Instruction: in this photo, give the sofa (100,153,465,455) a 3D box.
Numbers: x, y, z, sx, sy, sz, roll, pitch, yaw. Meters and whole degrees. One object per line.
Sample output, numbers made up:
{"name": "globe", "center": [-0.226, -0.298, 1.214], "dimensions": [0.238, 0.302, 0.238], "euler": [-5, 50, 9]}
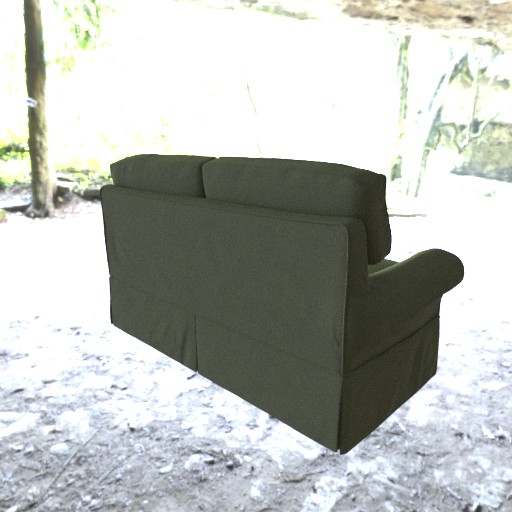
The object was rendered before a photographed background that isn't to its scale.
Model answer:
{"name": "sofa", "center": [0.000, 0.000, 2.293], "dimensions": [1.823, 1.024, 0.841], "euler": [14, 20, 43]}
